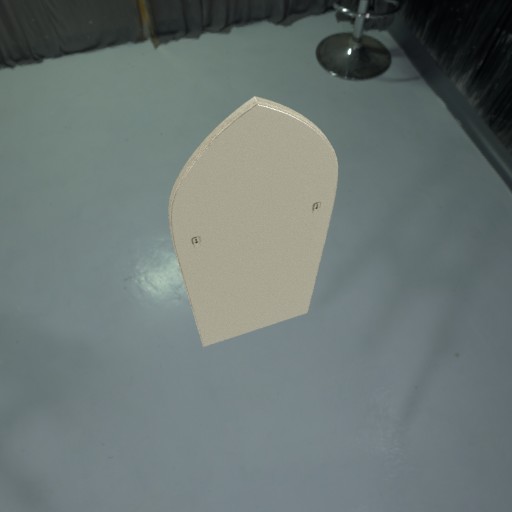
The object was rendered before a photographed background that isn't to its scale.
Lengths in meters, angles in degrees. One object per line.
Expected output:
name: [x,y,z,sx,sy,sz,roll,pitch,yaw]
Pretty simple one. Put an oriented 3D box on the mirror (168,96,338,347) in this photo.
mirror: [0.000,0.000,1.359,0.464,1.175,0.025,-17,60,-10]
